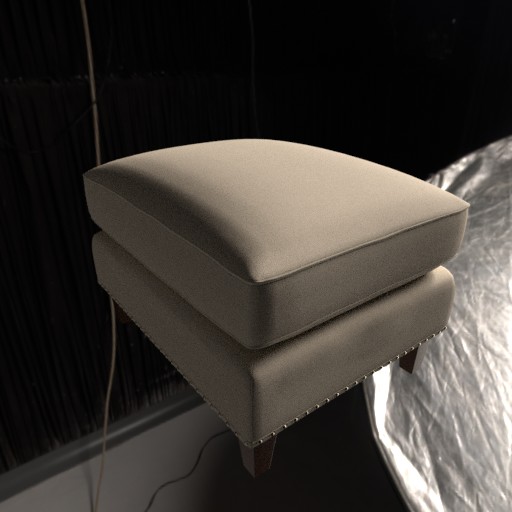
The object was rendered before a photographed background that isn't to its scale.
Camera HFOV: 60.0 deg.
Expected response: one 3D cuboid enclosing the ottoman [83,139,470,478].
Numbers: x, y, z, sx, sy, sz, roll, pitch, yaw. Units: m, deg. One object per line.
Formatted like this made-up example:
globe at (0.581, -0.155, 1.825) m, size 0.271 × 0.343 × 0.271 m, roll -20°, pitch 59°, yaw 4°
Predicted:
ottoman at (0.000, 0.000, 1.092) m, size 0.584 × 0.513 × 0.741 m, roll -18°, pitch 31°, yaw -33°
